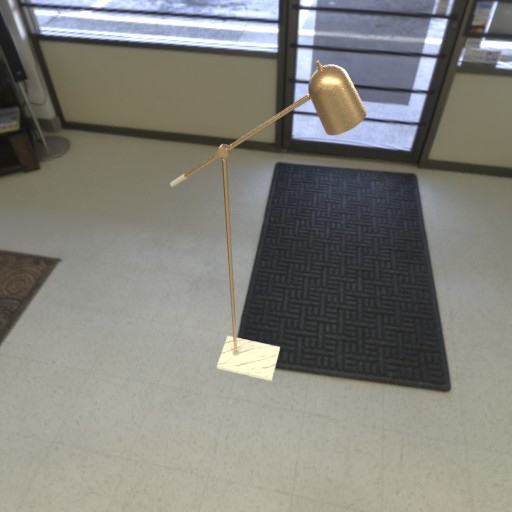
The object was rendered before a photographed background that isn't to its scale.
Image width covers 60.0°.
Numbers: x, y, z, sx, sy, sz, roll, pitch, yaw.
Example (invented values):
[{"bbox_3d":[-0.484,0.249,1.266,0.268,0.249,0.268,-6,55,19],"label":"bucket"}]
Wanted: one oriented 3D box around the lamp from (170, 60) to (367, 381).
[{"bbox_3d":[0.000,0.000,1.795,0.653,1.594,0.194,10,47,10],"label":"lamp"}]
